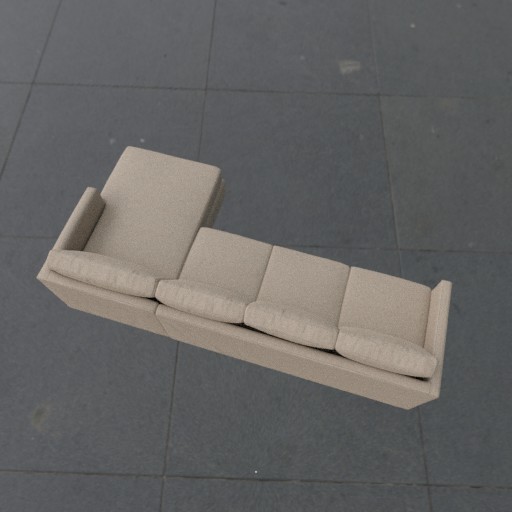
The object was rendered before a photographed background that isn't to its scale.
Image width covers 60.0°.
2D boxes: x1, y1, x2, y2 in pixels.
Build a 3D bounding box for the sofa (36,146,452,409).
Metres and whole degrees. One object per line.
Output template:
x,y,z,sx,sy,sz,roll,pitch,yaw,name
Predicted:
0.000,0.000,3.865,3.177,0.867,1.622,15,65,7,sofa
